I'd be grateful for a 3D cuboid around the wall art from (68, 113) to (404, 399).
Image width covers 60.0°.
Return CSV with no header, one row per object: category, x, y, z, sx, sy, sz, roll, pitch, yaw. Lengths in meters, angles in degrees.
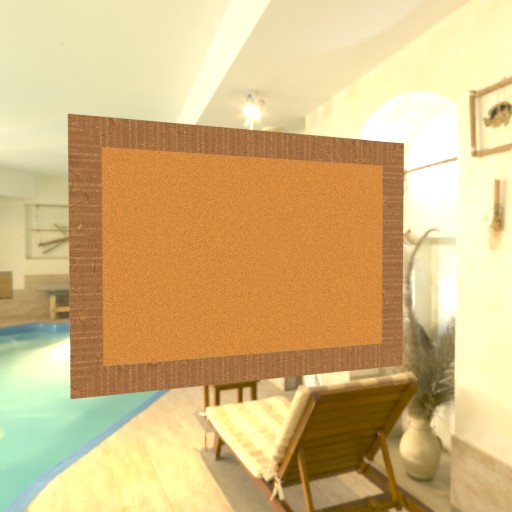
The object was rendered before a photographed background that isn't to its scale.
wall art,0.000,0.000,1.356,1.056,0.761,0.020,0,1,-19
